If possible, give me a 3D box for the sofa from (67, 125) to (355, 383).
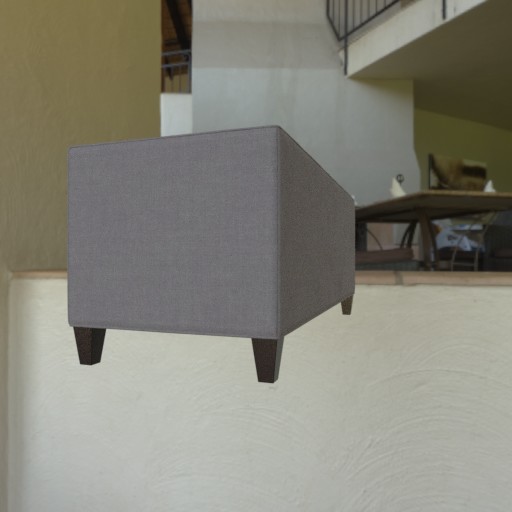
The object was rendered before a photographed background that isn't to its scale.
[{"bbox_3d":[0.000,0.000,2.241,0.775,0.762,1.778,0,0,20],"label":"sofa"}]
